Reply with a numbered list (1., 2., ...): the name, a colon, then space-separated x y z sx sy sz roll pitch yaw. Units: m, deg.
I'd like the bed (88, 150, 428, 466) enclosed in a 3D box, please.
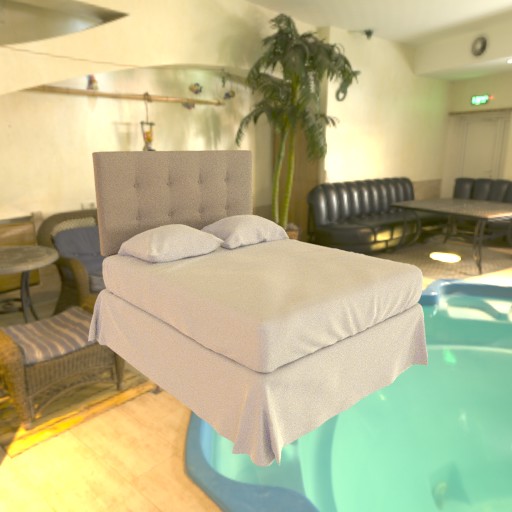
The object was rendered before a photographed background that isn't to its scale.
1. bed: 0.000 0.000 3.448 1.936 1.577 2.222 -12 19 -41
